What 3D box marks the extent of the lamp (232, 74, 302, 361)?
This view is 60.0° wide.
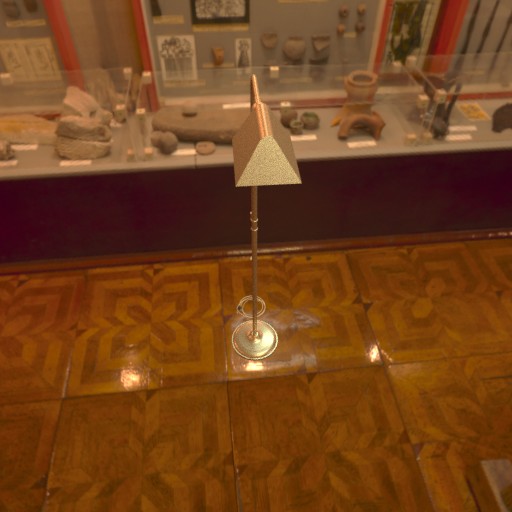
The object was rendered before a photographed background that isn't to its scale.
[{"bbox_3d":[0.000,0.000,1.864,0.256,1.571,0.813,-3,47,-3],"label":"lamp"}]
